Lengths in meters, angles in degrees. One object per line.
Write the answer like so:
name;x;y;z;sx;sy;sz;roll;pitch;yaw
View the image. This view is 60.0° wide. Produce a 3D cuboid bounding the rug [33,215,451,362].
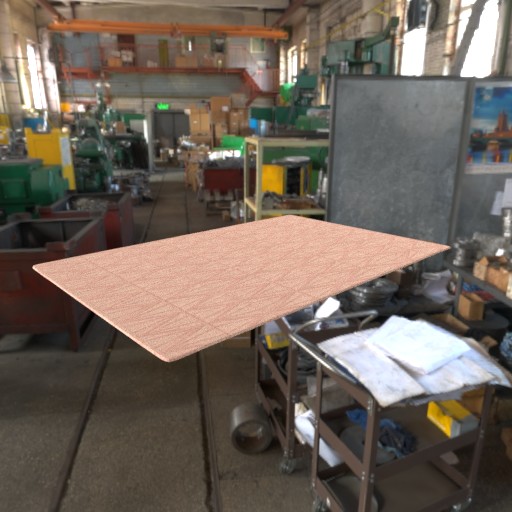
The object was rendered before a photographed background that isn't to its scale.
rug;0.000;0.000;3.003;2.390;0.015;1.609;-15;22;-41
